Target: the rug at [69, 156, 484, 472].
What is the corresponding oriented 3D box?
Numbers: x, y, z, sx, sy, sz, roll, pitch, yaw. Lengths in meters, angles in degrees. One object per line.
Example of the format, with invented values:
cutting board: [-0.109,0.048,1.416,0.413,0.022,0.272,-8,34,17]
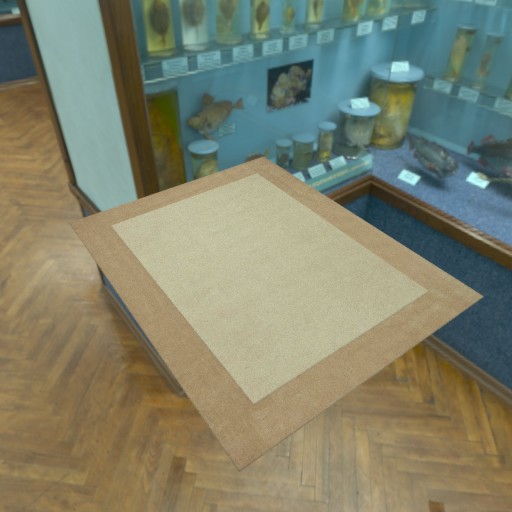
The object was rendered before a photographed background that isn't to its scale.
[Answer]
rug: [0.000,0.000,4.061,2.438,0.014,3.048,-25,46,-27]
